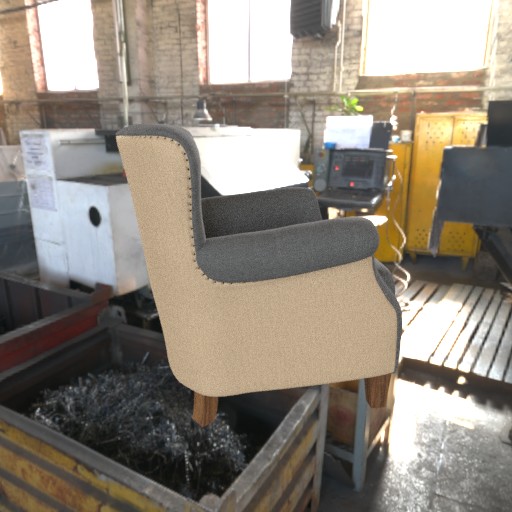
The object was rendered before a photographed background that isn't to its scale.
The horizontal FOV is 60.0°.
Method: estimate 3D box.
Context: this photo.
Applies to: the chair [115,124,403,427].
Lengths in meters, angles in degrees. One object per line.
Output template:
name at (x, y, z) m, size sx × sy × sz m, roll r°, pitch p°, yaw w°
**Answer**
chair at (0.000, 0.000, 1.643) m, size 0.921 × 0.936 × 0.861 m, roll -2°, pitch 17°, yaw -8°
